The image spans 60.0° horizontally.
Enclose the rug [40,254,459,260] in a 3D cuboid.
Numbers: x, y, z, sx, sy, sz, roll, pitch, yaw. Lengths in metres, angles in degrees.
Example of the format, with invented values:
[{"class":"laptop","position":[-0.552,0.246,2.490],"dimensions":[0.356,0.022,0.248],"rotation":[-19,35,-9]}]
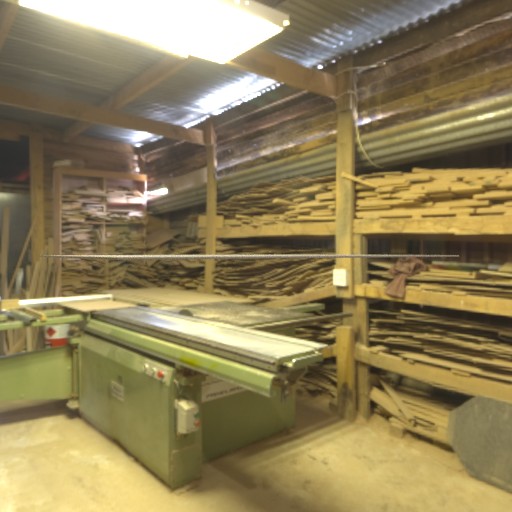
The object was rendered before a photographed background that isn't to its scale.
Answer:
[{"class":"rug","position":[0.000,0.000,3.017],"dimensions":[2.438,0.011,1.524],"rotation":[0,1,-36]}]
